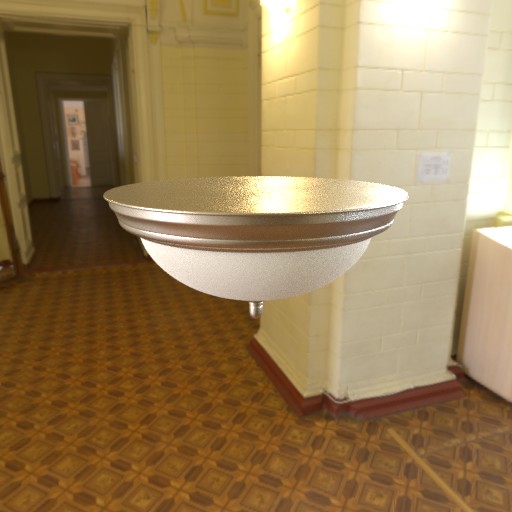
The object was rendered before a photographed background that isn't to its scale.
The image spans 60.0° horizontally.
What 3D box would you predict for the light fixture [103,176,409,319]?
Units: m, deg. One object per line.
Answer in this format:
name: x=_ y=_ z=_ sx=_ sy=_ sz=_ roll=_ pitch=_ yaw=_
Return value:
light fixture: x=0.000 y=0.000 z=0.445 sx=0.280 sy=0.135 sz=0.280 roll=0 pitch=15 yaw=0
